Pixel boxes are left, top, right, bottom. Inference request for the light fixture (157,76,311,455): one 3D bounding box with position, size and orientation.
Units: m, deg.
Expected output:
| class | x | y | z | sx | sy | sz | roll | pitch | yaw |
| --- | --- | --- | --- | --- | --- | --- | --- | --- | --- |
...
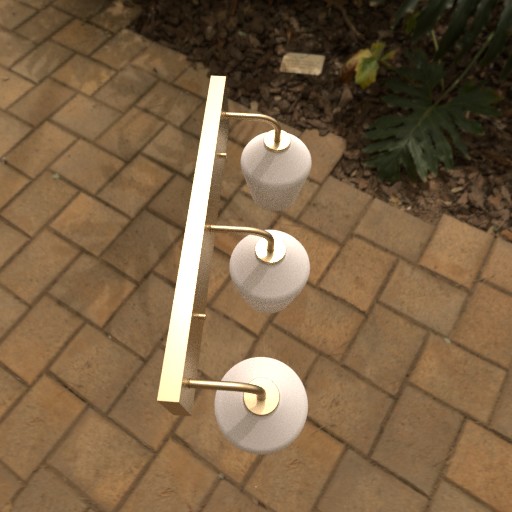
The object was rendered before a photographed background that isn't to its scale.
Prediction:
| class | x | y | z | sx | sy | sz | roll | pitch | yaw |
| --- | --- | --- | --- | --- | --- | --- | --- | --- | --- |
| light fixture | 0.000 | 0.000 | 0.751 | 0.190 | 0.280 | 0.609 | 4 | 63 | 2 |
